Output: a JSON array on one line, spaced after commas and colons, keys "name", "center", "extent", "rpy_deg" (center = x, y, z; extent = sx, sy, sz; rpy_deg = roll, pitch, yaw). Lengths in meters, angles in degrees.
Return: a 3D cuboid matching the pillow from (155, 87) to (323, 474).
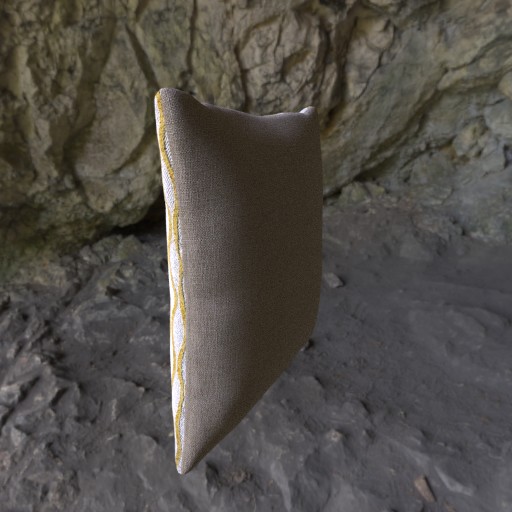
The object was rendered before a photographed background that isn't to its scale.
[{"name": "pillow", "center": [0.000, 0.000, 0.651], "extent": [0.159, 0.436, 0.429], "rpy_deg": [8, 18, 24]}]
